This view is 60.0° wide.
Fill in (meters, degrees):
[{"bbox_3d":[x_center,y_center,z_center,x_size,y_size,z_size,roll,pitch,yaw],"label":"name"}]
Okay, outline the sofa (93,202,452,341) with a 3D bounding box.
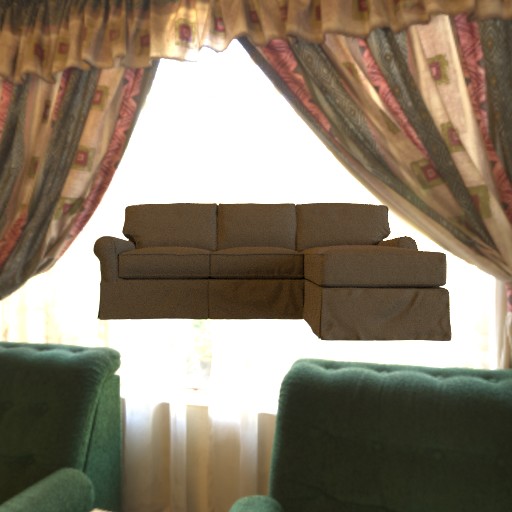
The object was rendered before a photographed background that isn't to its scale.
[{"bbox_3d":[0.000,0.000,3.358,2.475,0.978,1.733,0,0,0],"label":"sofa"}]
